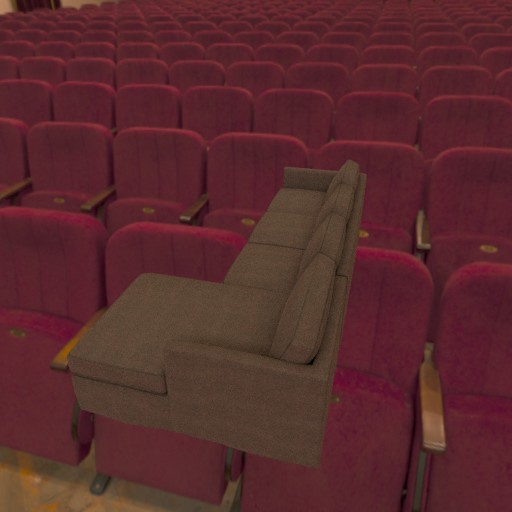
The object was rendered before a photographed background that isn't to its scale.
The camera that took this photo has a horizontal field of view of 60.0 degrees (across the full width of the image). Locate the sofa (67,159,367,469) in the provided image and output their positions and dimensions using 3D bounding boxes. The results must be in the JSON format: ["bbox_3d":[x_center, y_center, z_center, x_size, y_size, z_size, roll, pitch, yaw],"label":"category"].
[{"bbox_3d":[0.000,0.000,3.863,1.650,0.922,3.205,8,31,13],"label":"sofa"}]
